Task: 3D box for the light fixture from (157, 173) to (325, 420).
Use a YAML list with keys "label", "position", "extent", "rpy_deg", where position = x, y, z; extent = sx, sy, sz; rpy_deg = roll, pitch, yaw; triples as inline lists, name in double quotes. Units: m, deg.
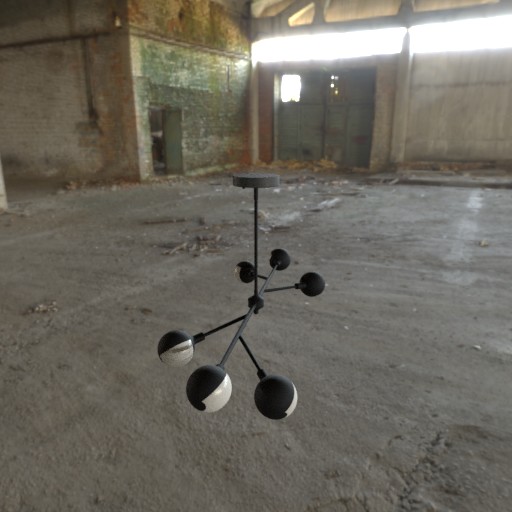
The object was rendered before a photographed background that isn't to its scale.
- label: "light fixture"
  position: [0.000, 0.000, 1.006]
  extent: [0.434, 0.362, 0.778]
  rpy_deg: [8, 18, 26]
